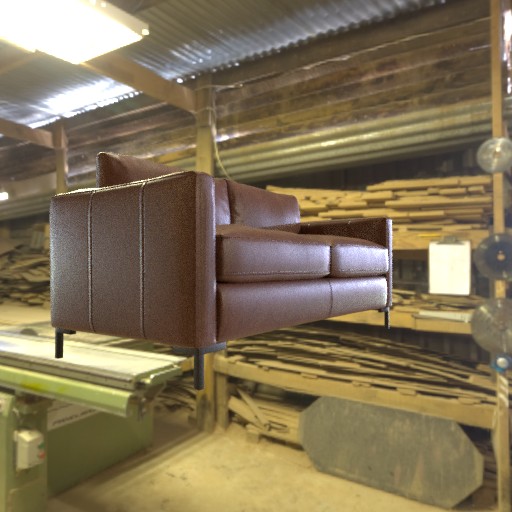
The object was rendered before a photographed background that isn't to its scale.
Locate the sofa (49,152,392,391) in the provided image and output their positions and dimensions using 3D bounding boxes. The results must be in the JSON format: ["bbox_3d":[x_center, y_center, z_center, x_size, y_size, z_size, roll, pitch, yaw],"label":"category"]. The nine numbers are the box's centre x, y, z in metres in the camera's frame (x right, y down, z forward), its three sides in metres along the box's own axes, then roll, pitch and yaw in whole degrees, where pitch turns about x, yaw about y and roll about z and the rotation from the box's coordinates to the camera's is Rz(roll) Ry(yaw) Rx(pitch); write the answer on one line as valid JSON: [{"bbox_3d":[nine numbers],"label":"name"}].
[{"bbox_3d":[0.000,0.000,2.308,0.899,0.883,1.797,-1,-1,36],"label":"sofa"}]
